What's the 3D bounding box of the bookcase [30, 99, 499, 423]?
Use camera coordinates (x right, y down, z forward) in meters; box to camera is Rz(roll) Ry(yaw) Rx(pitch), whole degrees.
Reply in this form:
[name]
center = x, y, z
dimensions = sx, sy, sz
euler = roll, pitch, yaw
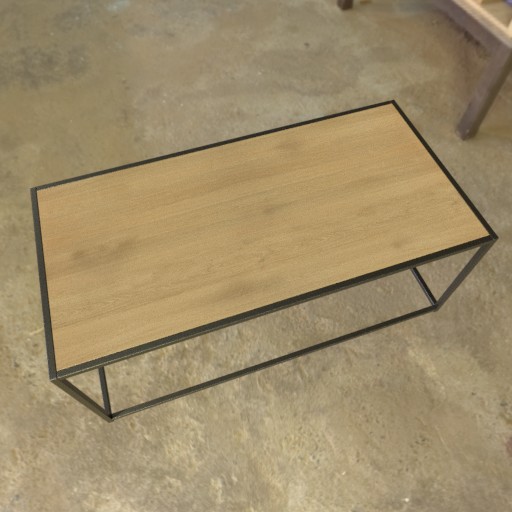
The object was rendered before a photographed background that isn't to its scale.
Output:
[bookcase]
center = 0.000, 0.000, 1.216
dimensions = 1.000, 0.400, 0.500
euler = -16, 60, -10
